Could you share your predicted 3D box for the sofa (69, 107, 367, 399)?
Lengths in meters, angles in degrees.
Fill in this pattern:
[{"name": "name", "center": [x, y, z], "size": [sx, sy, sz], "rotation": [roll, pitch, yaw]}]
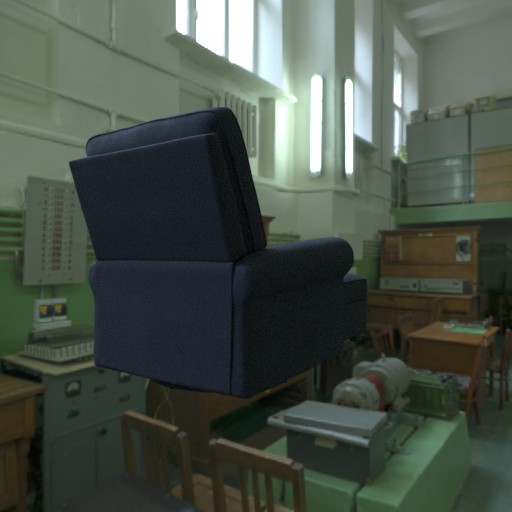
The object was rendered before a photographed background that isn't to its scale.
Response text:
[{"name": "sofa", "center": [0.000, 0.000, 2.052], "size": [0.880, 0.959, 1.478], "rotation": [0, 0, 34]}]
